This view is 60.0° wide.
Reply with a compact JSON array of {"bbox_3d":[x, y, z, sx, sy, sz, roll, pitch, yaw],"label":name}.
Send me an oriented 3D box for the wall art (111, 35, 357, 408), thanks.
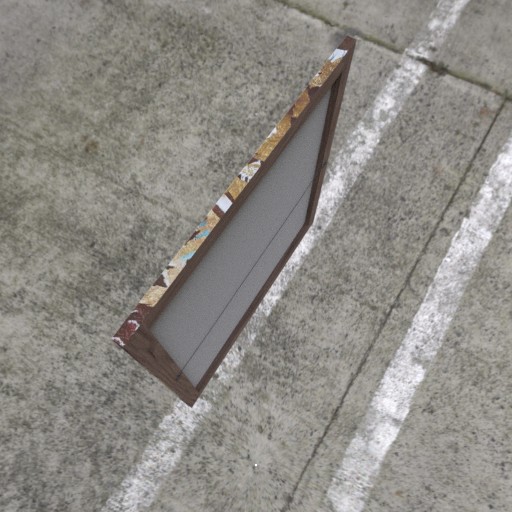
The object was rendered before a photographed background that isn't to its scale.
[{"bbox_3d":[0.000,0.000,1.127,0.028,0.762,0.757,30,68,13],"label":"wall art"}]
